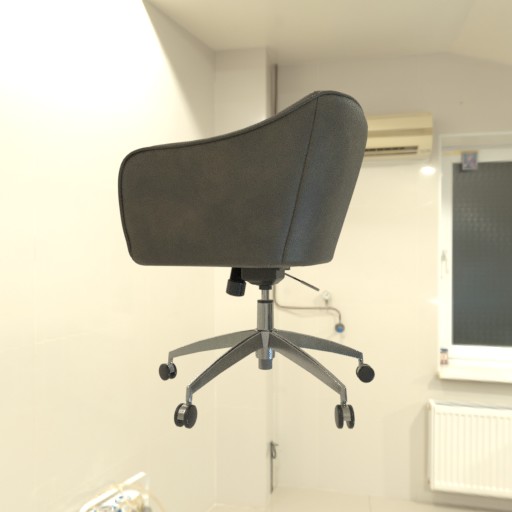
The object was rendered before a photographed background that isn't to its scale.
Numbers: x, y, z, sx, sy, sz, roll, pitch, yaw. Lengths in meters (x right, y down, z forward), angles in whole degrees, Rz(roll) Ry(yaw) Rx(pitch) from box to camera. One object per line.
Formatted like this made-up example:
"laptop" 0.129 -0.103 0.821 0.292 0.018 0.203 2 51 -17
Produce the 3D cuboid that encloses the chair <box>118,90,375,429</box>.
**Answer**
"chair" 0.000 0.000 1.365 0.689 0.827 0.713 0 1 19
